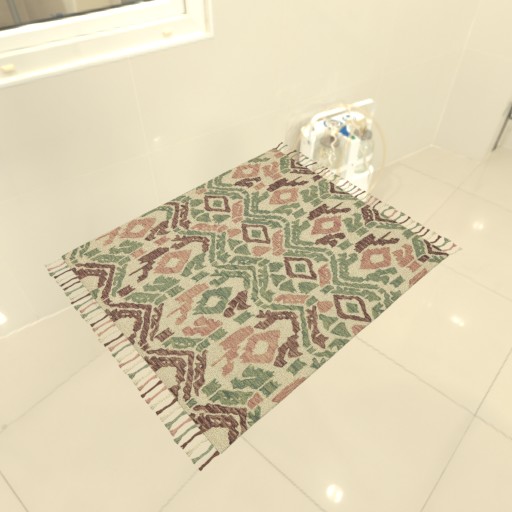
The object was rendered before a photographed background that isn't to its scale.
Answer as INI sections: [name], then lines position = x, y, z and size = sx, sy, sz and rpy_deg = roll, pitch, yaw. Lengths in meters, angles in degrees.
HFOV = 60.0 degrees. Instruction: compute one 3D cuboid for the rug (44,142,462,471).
[rug]
position = 0.000, 0.000, 4.088
size = 3.048, 0.010, 2.438
rpy_deg = -33, 55, -27
